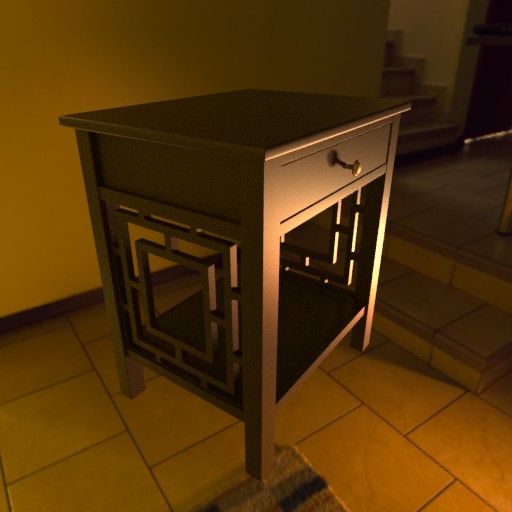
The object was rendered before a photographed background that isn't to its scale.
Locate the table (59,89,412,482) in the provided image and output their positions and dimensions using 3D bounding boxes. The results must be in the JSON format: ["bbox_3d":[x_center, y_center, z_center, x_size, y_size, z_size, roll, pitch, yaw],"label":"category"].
[{"bbox_3d":[0.000,0.000,1.008,0.451,0.646,0.564,17,31,31],"label":"table"}]
